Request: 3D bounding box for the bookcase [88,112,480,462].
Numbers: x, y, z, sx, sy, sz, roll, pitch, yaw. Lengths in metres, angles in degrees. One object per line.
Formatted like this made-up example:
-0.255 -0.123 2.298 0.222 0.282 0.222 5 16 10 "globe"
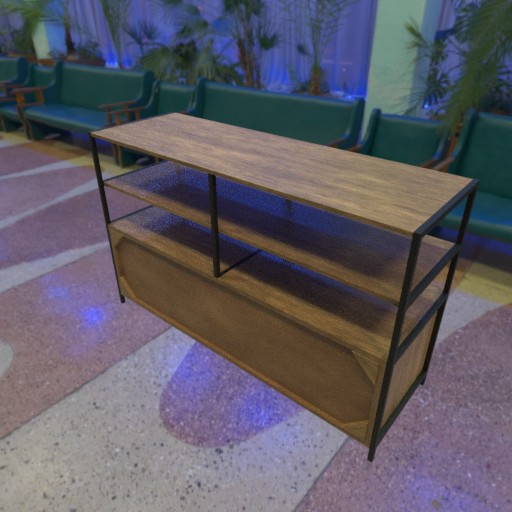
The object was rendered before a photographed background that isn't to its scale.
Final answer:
0.000 0.000 1.481 1.149 0.712 0.391 23 38 33 "bookcase"
